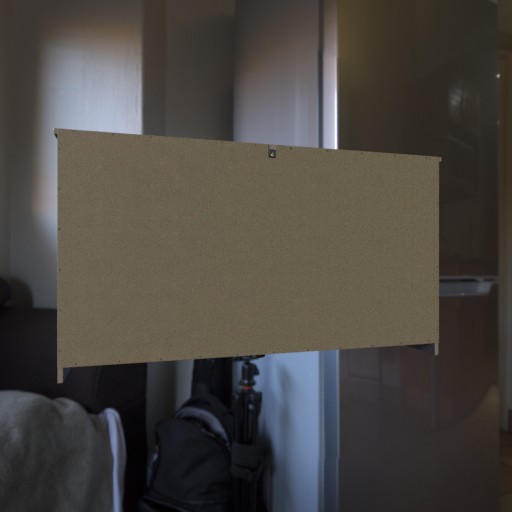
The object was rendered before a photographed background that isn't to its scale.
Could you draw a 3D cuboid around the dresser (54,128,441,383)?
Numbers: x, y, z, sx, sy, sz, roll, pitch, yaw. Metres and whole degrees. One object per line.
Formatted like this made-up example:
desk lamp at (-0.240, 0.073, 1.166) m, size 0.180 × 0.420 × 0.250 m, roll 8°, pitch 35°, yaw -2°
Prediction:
dresser at (0.000, 0.000, 1.689) m, size 1.360 × 0.755 × 0.401 m, roll 0°, pitch 0°, yaw -16°
